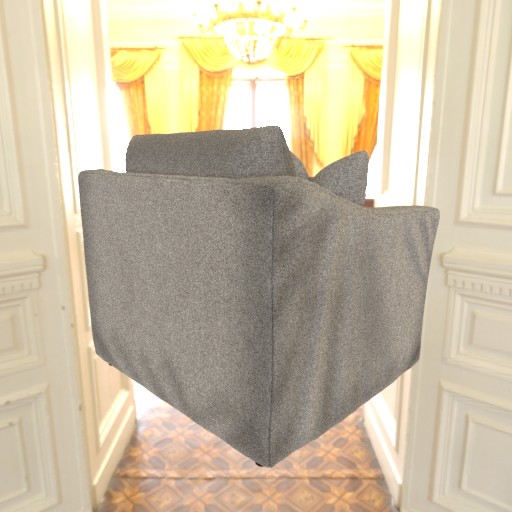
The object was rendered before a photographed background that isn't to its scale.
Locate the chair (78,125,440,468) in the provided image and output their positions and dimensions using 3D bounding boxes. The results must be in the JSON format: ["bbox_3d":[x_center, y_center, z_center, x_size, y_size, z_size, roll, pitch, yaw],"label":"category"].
[{"bbox_3d":[0.000,0.000,1.970,1.194,1.059,1.071,13,18,43],"label":"chair"}]
